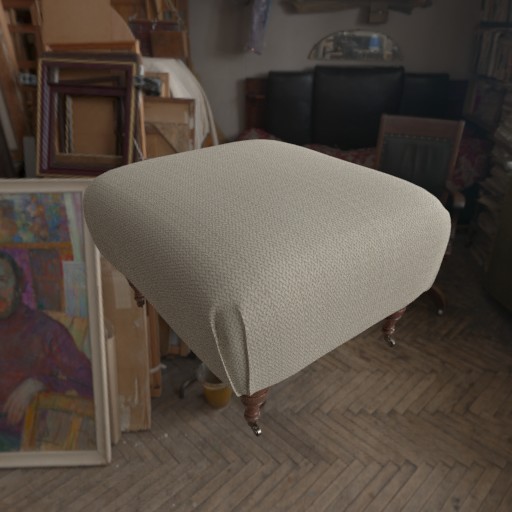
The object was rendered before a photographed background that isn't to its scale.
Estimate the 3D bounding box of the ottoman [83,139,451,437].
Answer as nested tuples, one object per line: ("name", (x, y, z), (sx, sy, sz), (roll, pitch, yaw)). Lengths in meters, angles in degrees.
("ottoman", (0.000, 0.000, 1.089), (0.622, 0.447, 0.684), (-21, 36, -32))
